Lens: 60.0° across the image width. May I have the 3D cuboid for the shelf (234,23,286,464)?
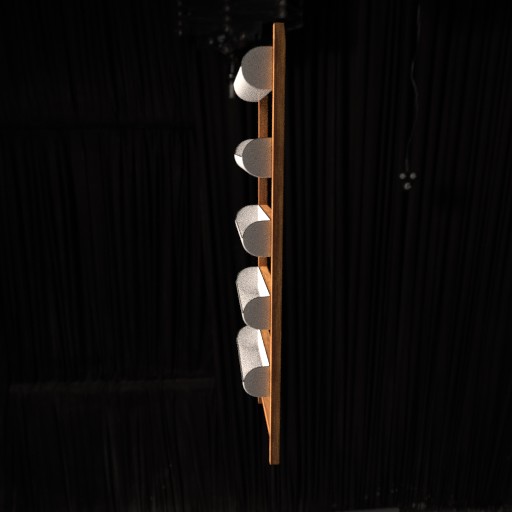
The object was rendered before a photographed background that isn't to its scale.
[{"bbox_3d":[0.000,0.000,1.782,0.141,1.600,0.454,-1,14,-6],"label":"shelf"}]
